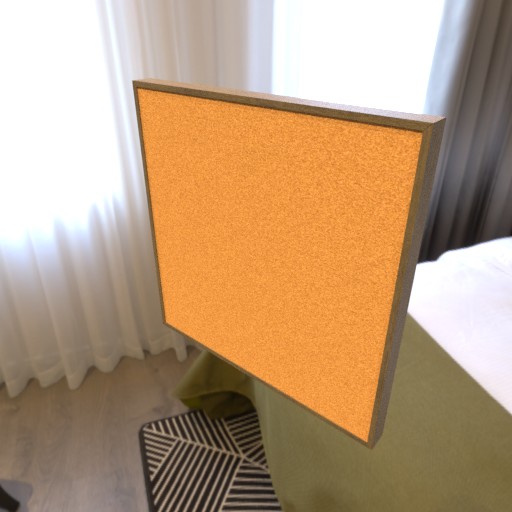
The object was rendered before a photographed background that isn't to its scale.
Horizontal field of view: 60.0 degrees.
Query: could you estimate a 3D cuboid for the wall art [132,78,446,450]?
[{"bbox_3d":[0.000,0.000,0.733,0.507,0.507,0.037,22,36,34],"label":"wall art"}]
